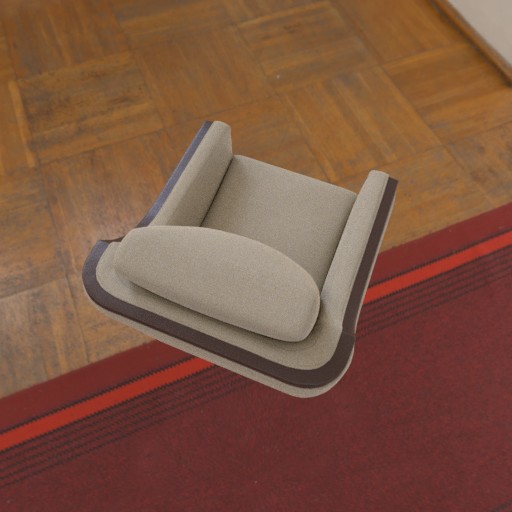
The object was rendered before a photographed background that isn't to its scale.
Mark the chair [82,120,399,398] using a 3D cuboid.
[{"bbox_3d":[0.000,0.000,1.715,0.870,0.930,0.950,20,65,10],"label":"chair"}]
